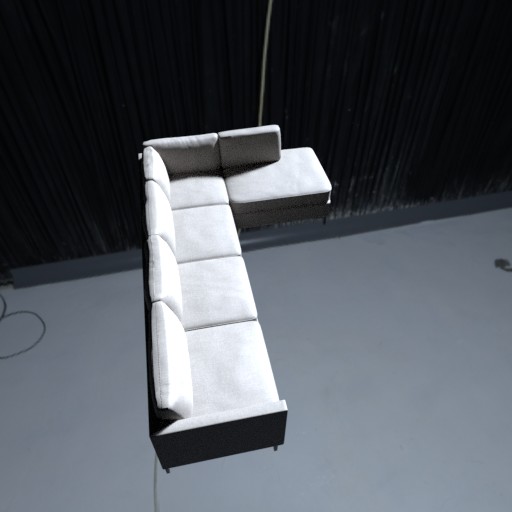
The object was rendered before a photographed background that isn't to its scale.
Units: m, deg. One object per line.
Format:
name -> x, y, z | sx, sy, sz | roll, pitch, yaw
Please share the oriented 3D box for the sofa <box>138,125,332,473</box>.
sofa -> 0.000, 0.000, 4.271 | 2.077, 0.964, 3.331 | -8, 47, -8
